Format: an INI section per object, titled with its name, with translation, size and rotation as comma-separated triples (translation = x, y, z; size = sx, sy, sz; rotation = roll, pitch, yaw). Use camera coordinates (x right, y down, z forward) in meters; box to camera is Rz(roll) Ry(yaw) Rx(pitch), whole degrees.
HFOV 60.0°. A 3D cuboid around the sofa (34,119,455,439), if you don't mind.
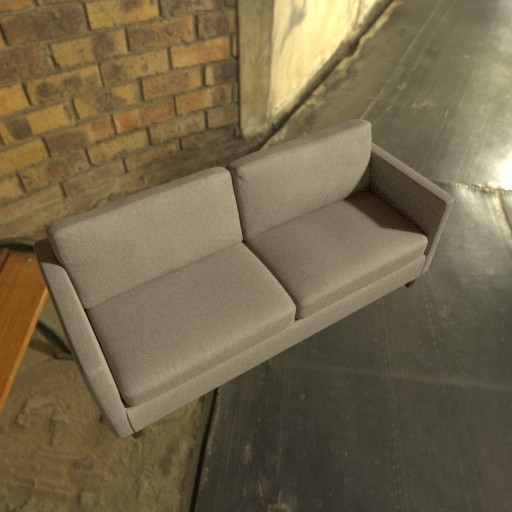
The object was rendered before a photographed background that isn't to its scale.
[sofa]
translation = 0.000, 0.000, 2.633
size = 2.208, 0.963, 0.956
rotation = -24, 50, -22
